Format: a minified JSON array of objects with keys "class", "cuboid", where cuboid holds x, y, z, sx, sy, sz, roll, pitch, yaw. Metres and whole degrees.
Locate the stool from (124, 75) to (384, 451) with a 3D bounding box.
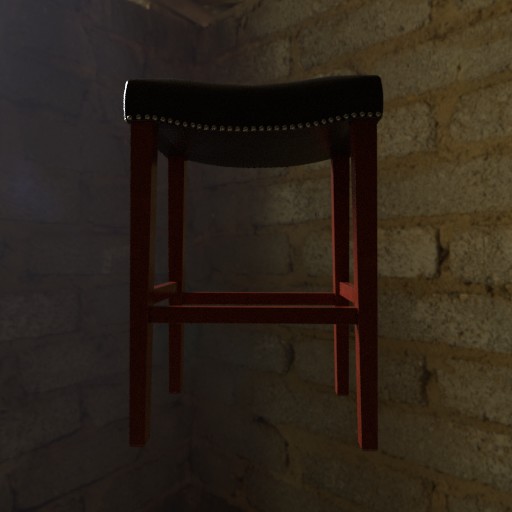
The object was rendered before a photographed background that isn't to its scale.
[{"class":"stool","cuboid":[0.000,0.000,1.030,0.504,0.742,0.372,0,0,2]}]
